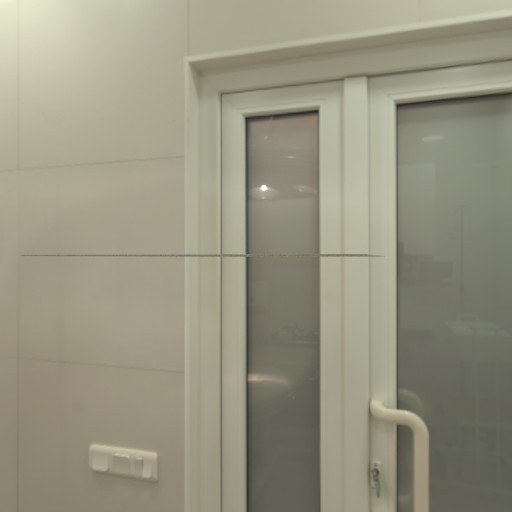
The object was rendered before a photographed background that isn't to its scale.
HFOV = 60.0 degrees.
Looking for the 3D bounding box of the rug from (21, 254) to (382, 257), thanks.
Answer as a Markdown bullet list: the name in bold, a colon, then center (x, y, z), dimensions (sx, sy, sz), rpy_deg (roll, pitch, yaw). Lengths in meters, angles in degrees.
- **rug**: center (0.000, 0.000, 3.687), dimensions (1.982, 0.006, 2.895), rpy_deg (0, 0, 18)
